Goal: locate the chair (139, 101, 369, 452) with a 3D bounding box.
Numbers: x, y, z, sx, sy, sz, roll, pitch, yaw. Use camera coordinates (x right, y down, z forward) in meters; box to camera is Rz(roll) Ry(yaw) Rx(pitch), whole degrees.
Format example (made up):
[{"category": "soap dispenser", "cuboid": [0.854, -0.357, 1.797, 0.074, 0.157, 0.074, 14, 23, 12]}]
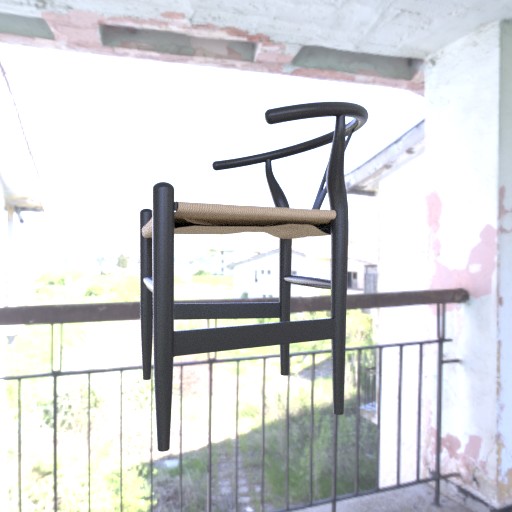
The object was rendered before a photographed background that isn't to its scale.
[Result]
[{"category": "chair", "cuboid": [0.000, 0.000, 1.166, 0.570, 0.739, 0.570, 0, 0, -17]}]
